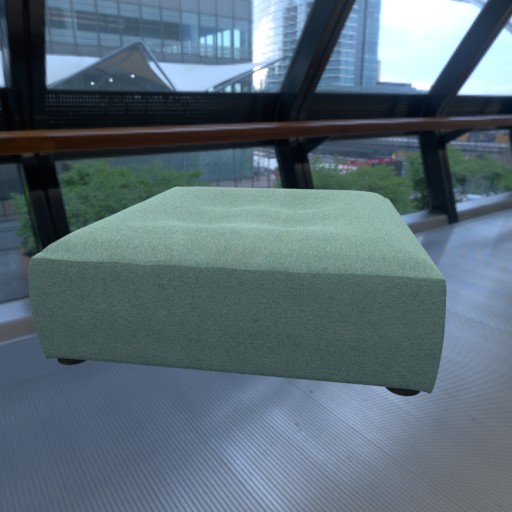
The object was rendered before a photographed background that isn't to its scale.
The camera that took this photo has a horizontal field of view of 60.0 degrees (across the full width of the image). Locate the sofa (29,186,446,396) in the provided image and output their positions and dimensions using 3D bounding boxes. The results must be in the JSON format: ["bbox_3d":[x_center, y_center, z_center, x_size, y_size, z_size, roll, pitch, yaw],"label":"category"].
[{"bbox_3d":[0.000,0.000,1.413,0.930,0.330,0.930,3,17,9],"label":"sofa"}]
